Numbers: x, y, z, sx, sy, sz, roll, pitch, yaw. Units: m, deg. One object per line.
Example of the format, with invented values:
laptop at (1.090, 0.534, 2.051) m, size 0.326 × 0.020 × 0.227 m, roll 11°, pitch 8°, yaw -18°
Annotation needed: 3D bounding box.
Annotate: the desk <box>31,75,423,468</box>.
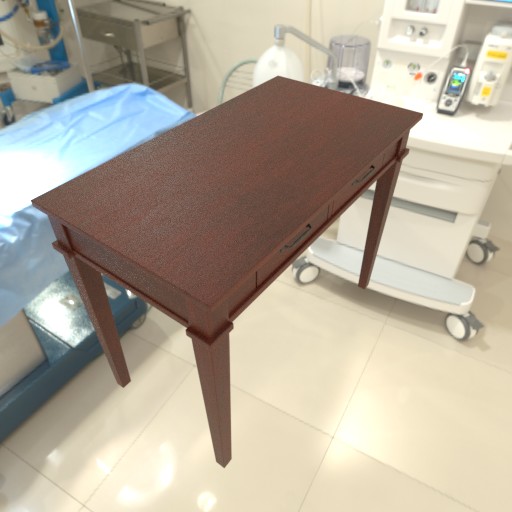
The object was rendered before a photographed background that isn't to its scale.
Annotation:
desk at (0.000, 0.000, 1.448) m, size 0.549 × 0.762 × 1.001 m, roll 26°, pitch 48°, yaw 27°
